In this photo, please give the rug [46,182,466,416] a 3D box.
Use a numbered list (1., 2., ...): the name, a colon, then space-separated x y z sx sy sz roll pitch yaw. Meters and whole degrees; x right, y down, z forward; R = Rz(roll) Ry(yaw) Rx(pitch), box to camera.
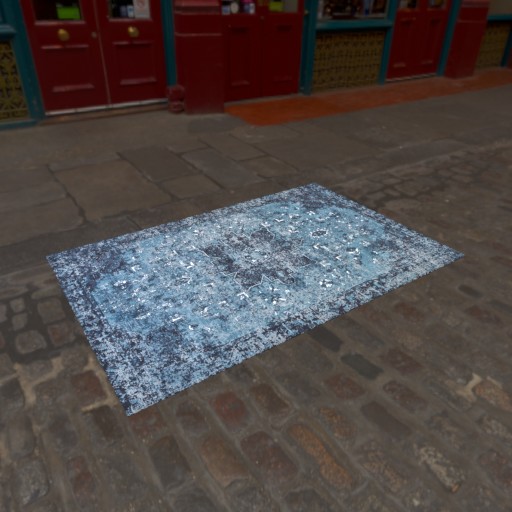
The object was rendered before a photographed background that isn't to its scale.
1. rug: 0.000 0.000 2.316 1.828 0.005 1.219 -19 36 -28
